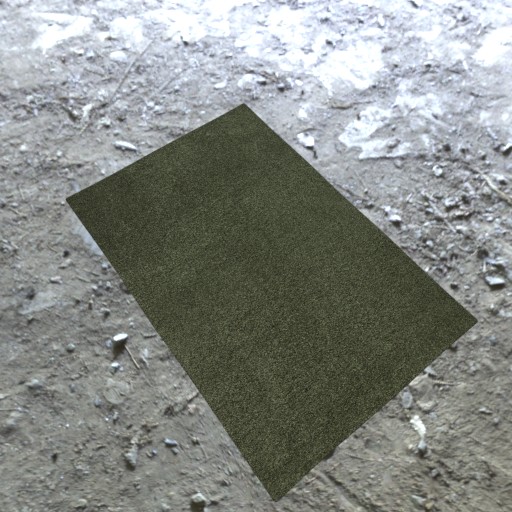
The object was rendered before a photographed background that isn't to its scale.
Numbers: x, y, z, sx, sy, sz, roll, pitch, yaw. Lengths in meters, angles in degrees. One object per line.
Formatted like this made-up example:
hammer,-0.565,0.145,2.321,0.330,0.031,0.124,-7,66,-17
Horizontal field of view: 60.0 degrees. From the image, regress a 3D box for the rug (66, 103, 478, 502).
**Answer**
rug,0.000,0.000,3.318,1.802,0.026,2.699,-34,66,-17
